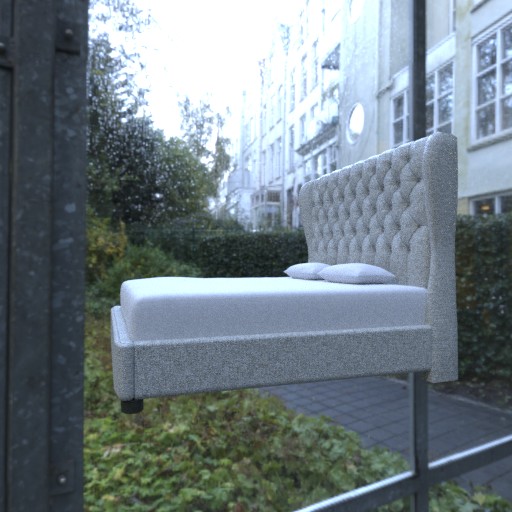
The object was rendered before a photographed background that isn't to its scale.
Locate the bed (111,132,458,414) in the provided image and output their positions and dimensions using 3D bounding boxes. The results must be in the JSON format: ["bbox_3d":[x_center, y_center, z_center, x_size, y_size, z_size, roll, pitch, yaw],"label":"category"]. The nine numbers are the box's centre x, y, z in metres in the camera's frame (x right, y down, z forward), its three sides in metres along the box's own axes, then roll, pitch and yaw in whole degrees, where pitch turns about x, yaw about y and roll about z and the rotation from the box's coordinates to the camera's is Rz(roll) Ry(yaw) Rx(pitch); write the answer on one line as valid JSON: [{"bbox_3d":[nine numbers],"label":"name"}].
[{"bbox_3d":[0.000,0.000,3.803,2.347,1.771,2.219,0,-1,-19],"label":"bed"}]
